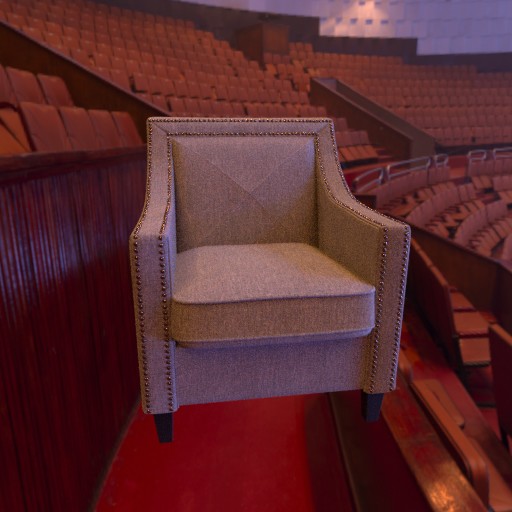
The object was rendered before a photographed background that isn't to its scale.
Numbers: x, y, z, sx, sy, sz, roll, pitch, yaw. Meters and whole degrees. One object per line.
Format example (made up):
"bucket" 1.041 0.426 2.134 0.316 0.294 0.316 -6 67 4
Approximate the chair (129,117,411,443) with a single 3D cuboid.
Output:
"chair" 0.000 0.000 1.588 0.776 0.967 0.884 -2 16 -8
